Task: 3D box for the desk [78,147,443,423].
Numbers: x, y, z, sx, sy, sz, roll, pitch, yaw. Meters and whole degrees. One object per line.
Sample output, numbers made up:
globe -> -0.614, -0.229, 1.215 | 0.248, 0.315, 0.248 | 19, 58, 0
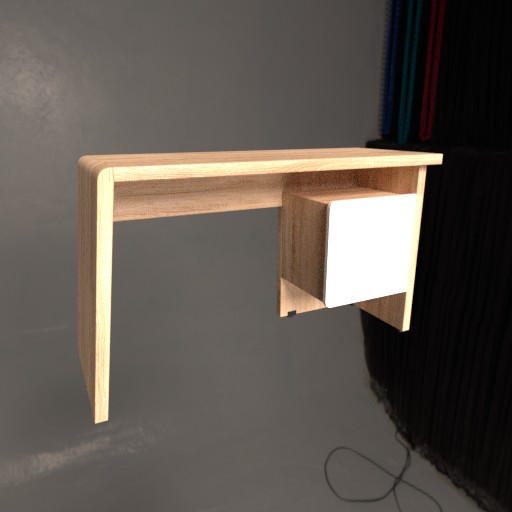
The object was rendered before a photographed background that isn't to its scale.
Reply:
desk -> 0.000, 0.000, 1.686 | 1.300, 0.750, 0.500 | -8, 18, -25
